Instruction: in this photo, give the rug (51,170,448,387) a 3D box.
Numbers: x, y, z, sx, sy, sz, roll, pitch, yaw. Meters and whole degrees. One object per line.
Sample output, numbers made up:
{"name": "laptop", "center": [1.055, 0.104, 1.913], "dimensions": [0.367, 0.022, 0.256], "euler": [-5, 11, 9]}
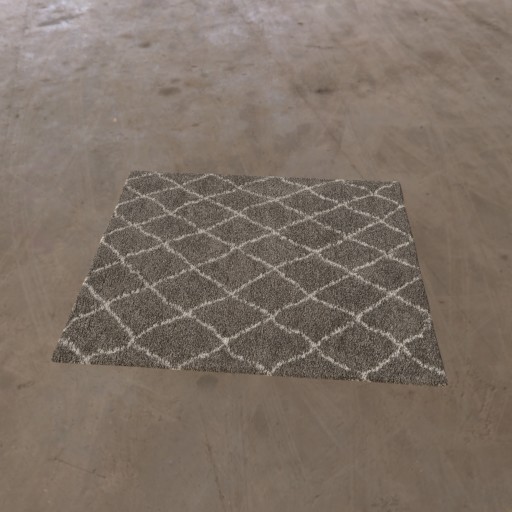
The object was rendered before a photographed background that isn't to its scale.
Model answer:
{"name": "rug", "center": [0.000, 0.000, 4.192], "dimensions": [3.047, 0.029, 2.438], "euler": [3, 48, 3]}
